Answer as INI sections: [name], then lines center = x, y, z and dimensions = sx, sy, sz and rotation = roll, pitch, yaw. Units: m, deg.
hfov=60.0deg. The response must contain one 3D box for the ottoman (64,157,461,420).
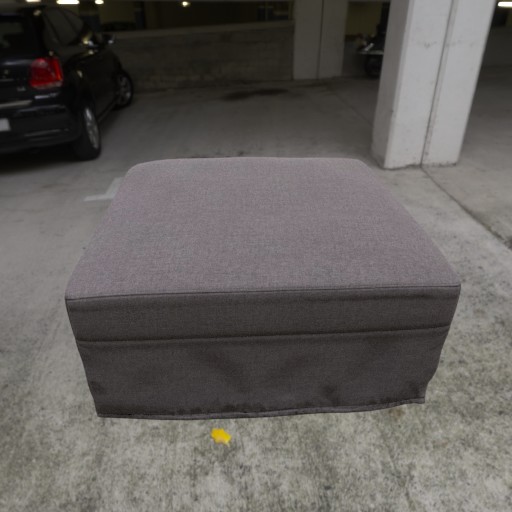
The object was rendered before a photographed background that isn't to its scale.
[ottoman]
center = 0.000, 0.000, 1.324
dimensions = 0.840, 0.436, 0.843
rotation = -2, 30, -3
